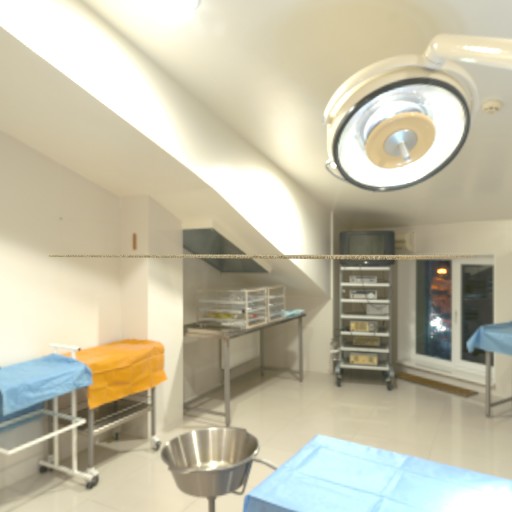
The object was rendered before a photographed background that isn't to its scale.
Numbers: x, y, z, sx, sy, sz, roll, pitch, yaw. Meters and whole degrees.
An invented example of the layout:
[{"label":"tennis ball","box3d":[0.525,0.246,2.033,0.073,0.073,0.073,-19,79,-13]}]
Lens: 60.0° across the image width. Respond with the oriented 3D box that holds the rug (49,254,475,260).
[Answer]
[{"label":"rug","box3d":[0.000,0.000,2.984,2.448,0.012,1.540,0,0,35]}]
